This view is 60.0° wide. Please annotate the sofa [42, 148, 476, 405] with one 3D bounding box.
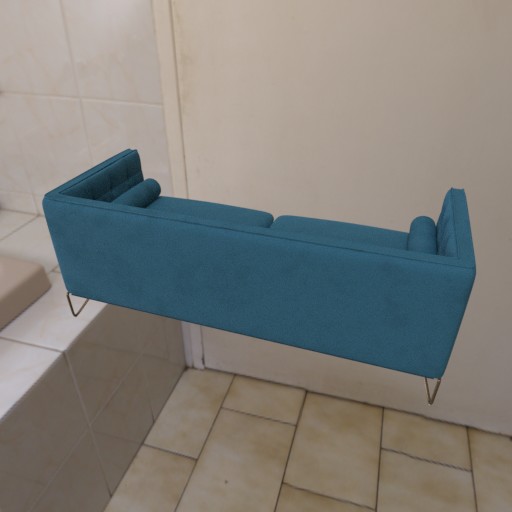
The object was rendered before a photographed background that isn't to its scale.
[{"bbox_3d":[0.000,0.000,2.498,2.087,0.789,0.867,10,33,16],"label":"sofa"}]
